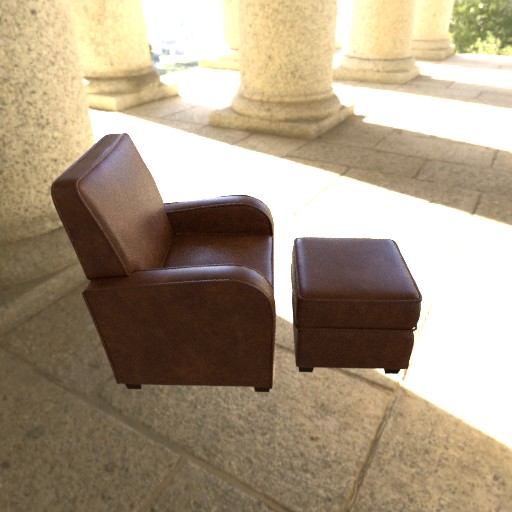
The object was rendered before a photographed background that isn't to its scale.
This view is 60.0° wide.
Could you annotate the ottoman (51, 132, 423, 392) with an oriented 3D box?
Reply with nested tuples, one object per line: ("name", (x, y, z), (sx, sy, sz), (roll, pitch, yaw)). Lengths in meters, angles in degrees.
("ottoman", (0.000, 0.000, 1.878), (1.314, 0.904, 0.732), (1, 32, 1))
